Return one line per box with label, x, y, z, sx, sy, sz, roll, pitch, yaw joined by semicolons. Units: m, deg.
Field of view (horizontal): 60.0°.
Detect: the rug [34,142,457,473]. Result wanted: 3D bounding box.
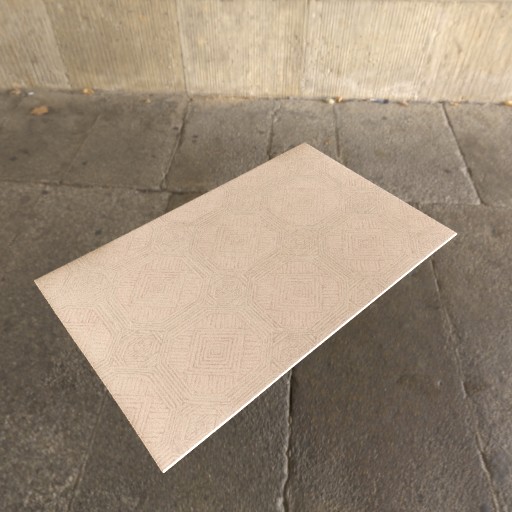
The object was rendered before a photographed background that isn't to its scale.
rug;0.000;0.000;2.986;2.440;0.008;1.524;-32;55;-26
